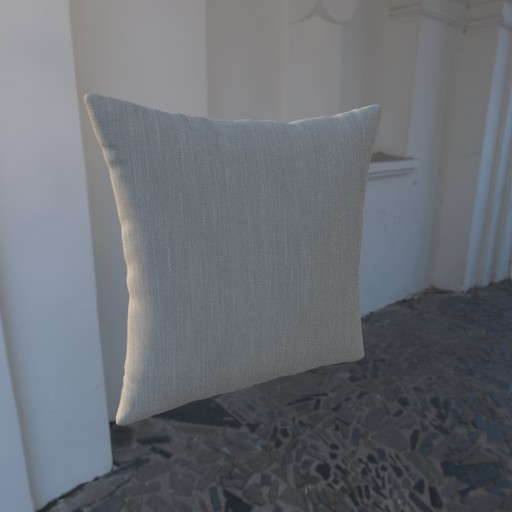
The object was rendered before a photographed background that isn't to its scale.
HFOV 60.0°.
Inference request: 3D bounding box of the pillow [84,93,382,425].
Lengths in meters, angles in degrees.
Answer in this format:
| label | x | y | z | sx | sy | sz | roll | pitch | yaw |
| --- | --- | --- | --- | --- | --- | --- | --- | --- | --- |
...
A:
| label | x | y | z | sx | sy | sz | roll | pitch | yaw |
| --- | --- | --- | --- | --- | --- | --- | --- | --- | --- |
| pillow | 0.000 | 0.000 | 0.763 | 0.511 | 0.509 | 0.161 | -8 | 17 | -26 |
